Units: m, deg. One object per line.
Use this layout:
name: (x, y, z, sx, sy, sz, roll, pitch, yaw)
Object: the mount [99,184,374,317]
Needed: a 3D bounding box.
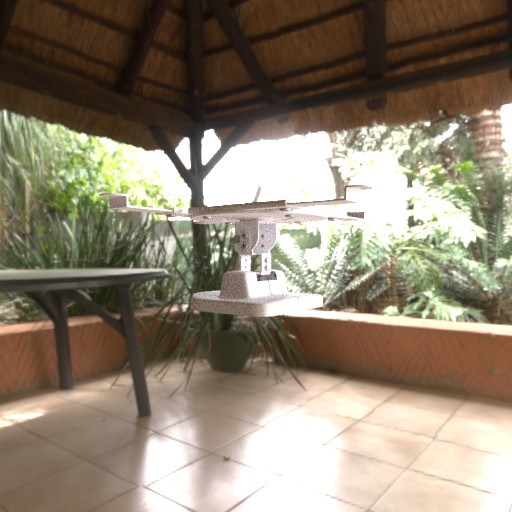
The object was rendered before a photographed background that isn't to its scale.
mount: (0.000, 0.000, 0.614, 0.394, 0.141, 0.394, 0, 0, 37)
